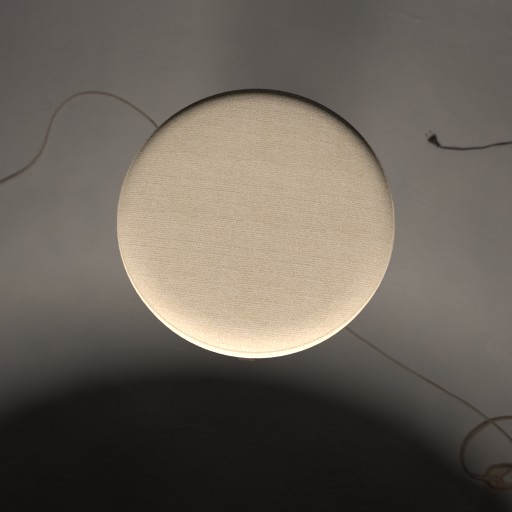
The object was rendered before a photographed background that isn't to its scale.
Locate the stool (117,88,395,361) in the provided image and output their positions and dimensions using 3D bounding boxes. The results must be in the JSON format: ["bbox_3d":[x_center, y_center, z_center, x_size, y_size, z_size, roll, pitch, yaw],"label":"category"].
[{"bbox_3d":[0.000,0.000,0.960,0.449,0.655,0.449,0,77,0],"label":"stool"}]
